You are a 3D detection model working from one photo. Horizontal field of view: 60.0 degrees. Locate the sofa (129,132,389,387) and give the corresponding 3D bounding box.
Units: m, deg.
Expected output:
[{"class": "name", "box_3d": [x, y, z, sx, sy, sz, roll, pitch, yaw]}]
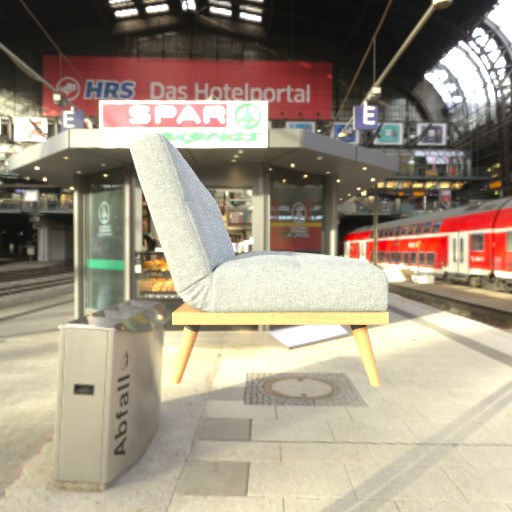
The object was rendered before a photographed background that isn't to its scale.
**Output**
[{"class": "sofa", "box_3d": [0.000, 0.000, 2.241, 0.800, 0.800, 1.820, 0, 1, -1]}]
